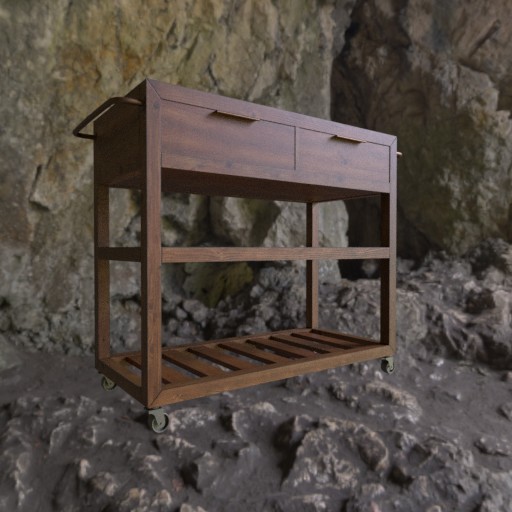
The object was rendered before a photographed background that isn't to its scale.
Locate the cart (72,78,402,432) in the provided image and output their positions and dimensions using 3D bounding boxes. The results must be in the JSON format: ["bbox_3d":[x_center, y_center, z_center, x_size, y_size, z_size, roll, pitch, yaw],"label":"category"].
[{"bbox_3d":[0.000,0.000,1.455,1.065,0.830,0.445,-1,1,-36],"label":"cart"}]
